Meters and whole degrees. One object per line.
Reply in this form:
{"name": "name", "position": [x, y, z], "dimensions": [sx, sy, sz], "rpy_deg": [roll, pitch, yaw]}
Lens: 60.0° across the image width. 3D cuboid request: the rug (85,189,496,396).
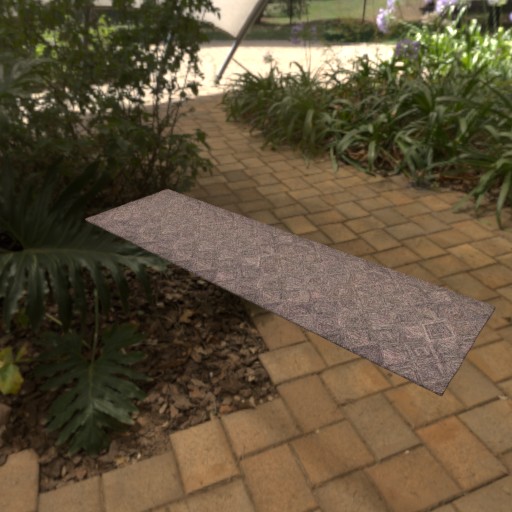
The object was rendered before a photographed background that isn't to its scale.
{"name": "rug", "position": [0.000, 0.000, 2.438], "dimensions": [2.296, 0.011, 0.691], "rpy_deg": [23, 37, 34]}
